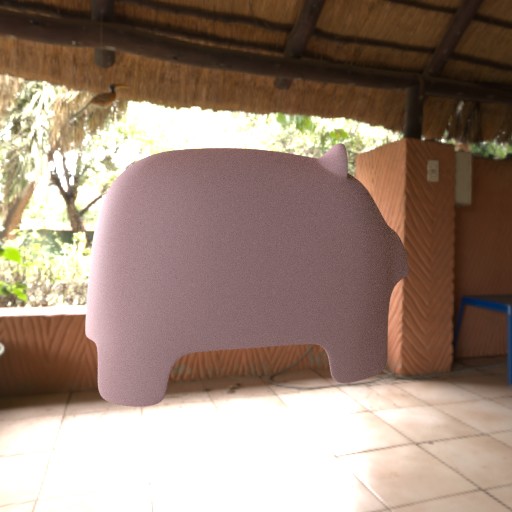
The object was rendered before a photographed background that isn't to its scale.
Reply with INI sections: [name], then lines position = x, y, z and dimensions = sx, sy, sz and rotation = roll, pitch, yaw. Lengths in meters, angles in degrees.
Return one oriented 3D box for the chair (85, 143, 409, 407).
[chair]
position = 0.000, 0.000, 0.859
dimensions = 0.619, 0.423, 0.364
rotation = 0, 1, -18
